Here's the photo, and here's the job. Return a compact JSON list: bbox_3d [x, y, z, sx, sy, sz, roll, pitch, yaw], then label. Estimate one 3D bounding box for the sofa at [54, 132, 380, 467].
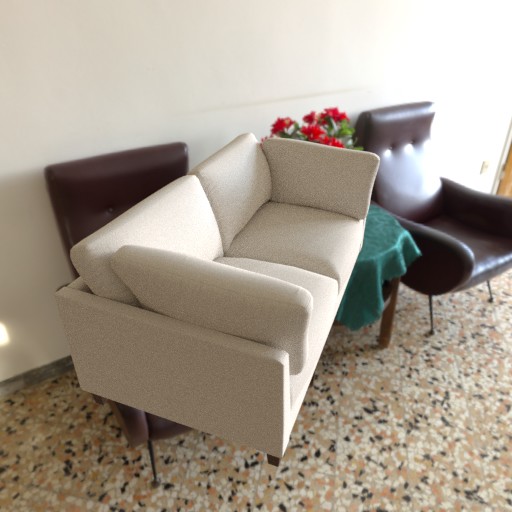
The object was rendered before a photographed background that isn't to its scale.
[{"bbox_3d":[0.000,0.000,2.311,0.970,0.836,1.776,11,32,18],"label":"sofa"}]
